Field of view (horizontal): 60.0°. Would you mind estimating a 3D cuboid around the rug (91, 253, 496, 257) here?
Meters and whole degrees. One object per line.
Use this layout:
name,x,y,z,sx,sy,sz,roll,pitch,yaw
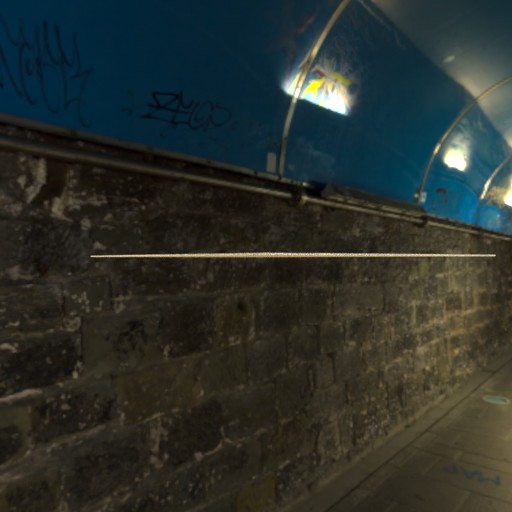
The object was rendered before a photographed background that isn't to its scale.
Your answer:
rug,0.000,0.000,2.187,1.142,0.006,1.752,0,0,-34
